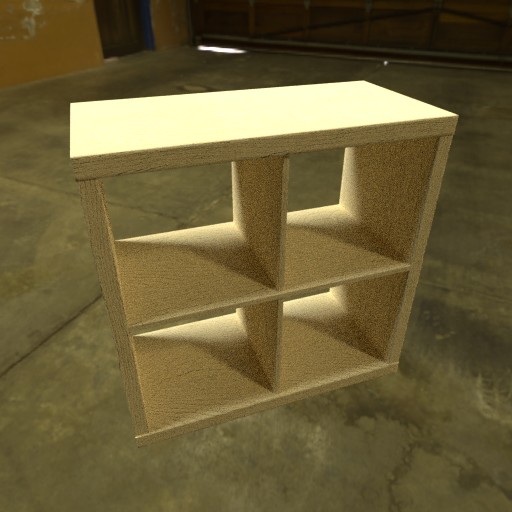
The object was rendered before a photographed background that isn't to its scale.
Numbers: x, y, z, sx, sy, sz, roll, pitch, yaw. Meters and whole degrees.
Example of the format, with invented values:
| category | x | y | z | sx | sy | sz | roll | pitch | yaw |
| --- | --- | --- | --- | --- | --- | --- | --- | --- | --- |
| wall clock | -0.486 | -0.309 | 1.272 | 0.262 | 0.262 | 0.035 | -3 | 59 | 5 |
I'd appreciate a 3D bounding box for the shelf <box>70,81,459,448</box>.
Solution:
| category | x | y | z | sx | sy | sz | roll | pitch | yaw |
| --- | --- | --- | --- | --- | --- | --- | --- | --- | --- |
| shelf | 0.000 | 0.000 | 1.211 | 0.790 | 0.786 | 0.390 | -11 | 34 | -16 |
